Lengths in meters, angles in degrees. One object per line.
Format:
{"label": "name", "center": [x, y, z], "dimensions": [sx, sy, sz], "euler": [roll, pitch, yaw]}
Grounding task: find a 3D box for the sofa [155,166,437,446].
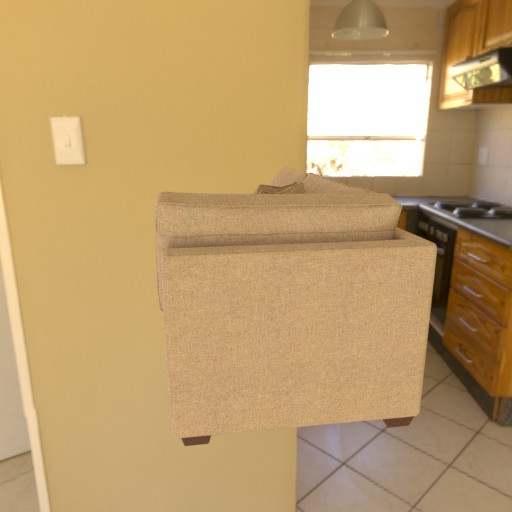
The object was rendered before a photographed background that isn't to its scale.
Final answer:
{"label": "sofa", "center": [0.000, 0.000, 2.772], "dimensions": [1.110, 1.019, 2.238], "euler": [-2, 15, -9]}
